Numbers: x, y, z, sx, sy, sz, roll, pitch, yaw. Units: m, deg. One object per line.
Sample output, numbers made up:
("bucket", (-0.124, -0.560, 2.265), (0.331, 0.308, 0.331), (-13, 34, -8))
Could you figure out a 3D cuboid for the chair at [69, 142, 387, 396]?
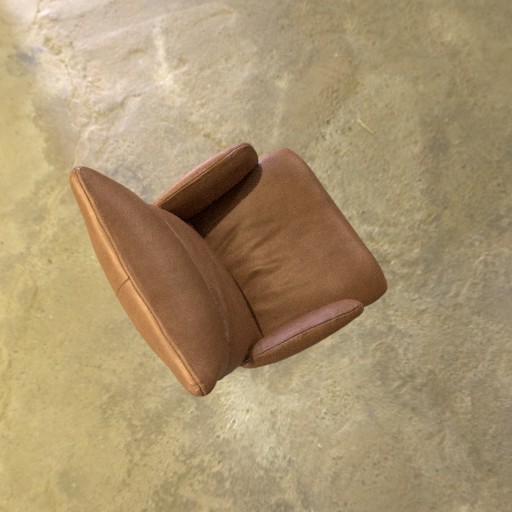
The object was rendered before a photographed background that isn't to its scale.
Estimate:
("chair", (0.000, 0.000, 1.513), (0.794, 1.027, 0.711), (-32, 78, -8))
